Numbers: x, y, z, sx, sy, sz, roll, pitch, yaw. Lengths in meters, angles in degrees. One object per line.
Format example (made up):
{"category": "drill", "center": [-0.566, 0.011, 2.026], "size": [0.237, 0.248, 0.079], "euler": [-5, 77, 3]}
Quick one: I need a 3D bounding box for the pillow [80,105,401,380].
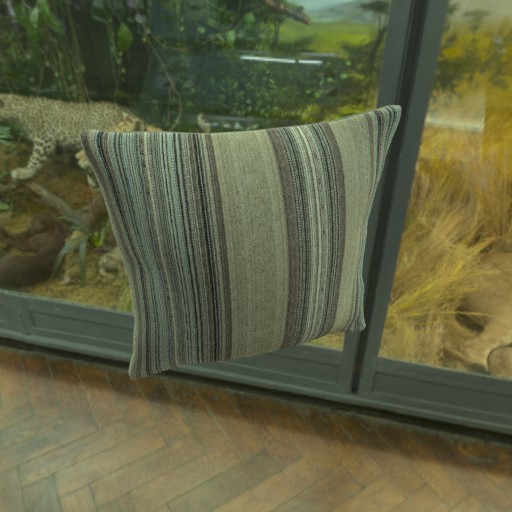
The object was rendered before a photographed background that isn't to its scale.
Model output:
{"category": "pillow", "center": [0.000, 0.000, 0.674], "size": [0.435, 0.416, 0.189], "euler": [-9, 33, -14]}
